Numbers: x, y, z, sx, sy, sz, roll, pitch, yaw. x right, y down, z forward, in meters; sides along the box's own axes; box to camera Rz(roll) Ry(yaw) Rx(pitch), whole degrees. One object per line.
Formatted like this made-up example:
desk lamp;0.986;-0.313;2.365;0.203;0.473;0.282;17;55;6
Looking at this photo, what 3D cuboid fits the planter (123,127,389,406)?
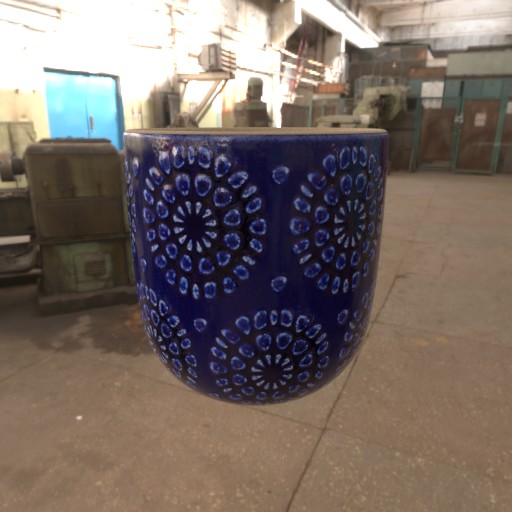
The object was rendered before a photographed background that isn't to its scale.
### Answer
planter;0.000;0.000;0.203;0.109;0.112;0.109;0;17;0
